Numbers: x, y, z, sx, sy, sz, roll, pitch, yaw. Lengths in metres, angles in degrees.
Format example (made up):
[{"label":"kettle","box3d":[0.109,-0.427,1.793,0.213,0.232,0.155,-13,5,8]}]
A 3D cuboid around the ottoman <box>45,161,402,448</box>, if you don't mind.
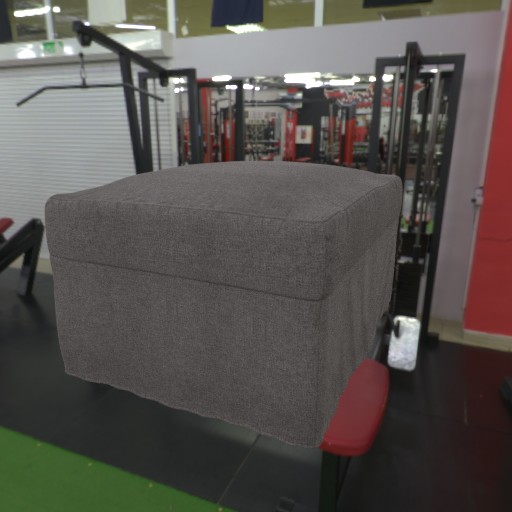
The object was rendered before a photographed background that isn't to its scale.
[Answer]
[{"label":"ottoman","box3d":[0.000,0.000,1.219,0.652,0.492,0.833,8,18,24]}]
